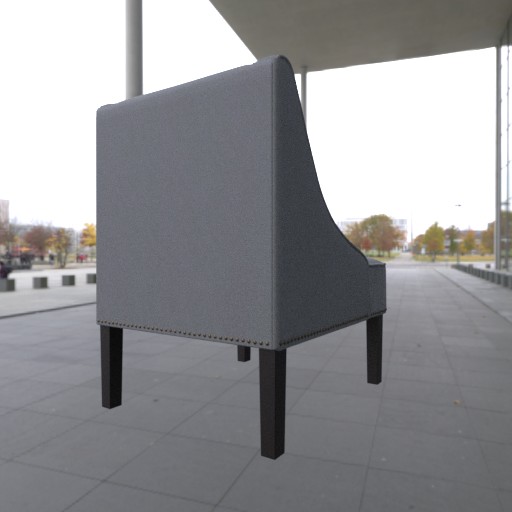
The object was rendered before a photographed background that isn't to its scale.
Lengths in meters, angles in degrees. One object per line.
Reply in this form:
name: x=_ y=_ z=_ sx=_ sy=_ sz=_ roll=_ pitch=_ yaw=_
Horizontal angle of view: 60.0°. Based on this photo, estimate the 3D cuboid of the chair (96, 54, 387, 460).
chair: x=0.000 y=0.000 z=1.400 sx=0.631 sy=0.867 sz=0.747 roll=0 pitch=0 yaw=34
